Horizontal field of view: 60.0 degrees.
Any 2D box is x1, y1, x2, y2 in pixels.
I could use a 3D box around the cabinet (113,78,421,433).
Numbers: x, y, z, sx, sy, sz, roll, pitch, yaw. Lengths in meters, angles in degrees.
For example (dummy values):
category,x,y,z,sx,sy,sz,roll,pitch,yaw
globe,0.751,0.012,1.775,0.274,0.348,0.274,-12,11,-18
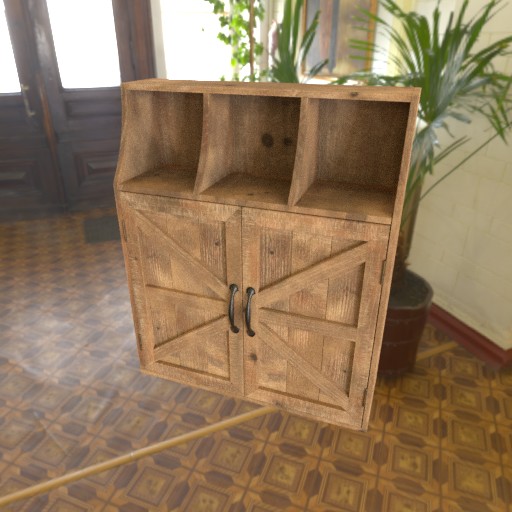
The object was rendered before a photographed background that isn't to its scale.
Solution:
category,x,y,z,sx,sy,sz,roll,pitch,yaw
cabinet,0.000,0.000,0.828,0.489,0.590,0.184,9,28,18
